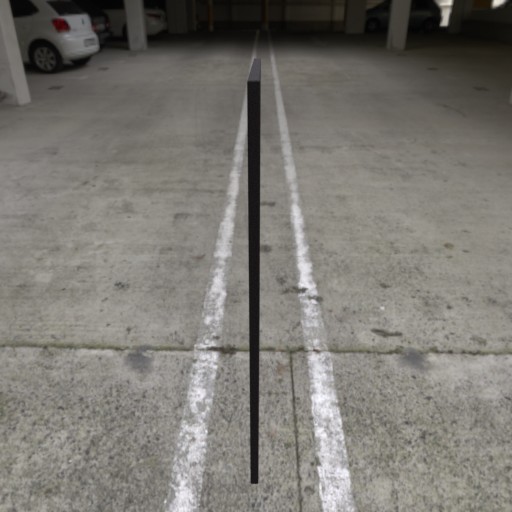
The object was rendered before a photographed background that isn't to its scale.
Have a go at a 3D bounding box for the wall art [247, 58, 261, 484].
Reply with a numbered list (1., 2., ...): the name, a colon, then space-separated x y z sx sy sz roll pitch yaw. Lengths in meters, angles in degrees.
1. wall art: 0.000 0.000 0.670 0.012 0.529 0.374 0 27 0
